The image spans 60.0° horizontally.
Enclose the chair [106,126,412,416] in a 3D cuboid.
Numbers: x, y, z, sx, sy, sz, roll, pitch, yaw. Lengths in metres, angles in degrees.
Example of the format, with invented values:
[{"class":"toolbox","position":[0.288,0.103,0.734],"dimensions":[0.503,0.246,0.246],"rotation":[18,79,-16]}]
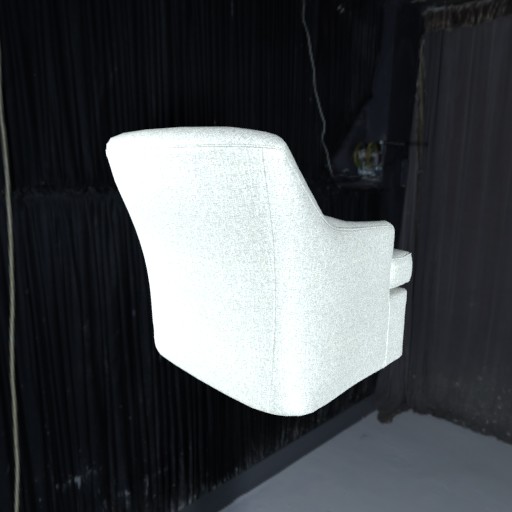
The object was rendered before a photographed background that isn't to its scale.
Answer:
[{"class":"chair","position":[0.000,0.000,1.624],"dimensions":[0.923,0.856,0.864],"rotation":[-11,16,-42]}]
